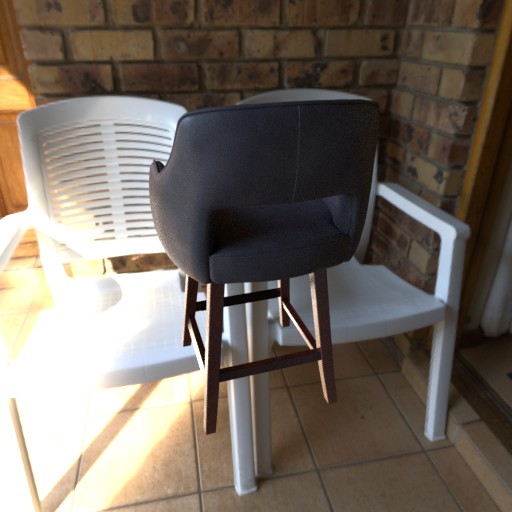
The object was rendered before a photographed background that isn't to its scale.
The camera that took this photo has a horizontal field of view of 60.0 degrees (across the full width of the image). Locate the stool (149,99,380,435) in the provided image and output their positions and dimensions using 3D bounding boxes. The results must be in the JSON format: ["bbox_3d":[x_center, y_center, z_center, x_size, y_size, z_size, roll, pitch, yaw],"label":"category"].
[{"bbox_3d":[0.000,0.000,1.287,0.550,0.936,0.560,-8,29,-15],"label":"stool"}]
